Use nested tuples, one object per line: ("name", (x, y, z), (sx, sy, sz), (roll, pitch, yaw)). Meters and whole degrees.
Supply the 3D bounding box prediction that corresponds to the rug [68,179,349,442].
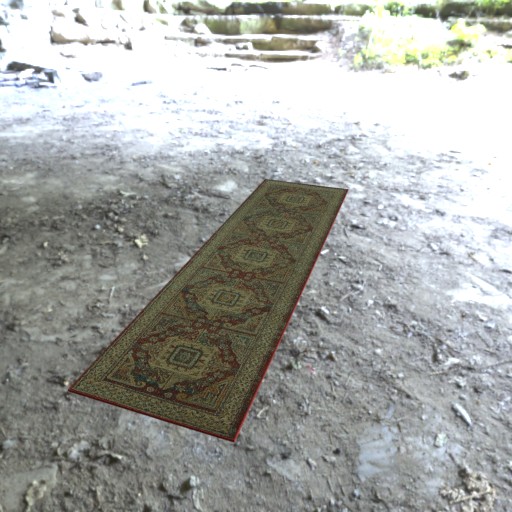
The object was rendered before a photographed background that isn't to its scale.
("rug", (0.000, 0.000, 2.458), (0.659, 0.015, 2.292), (10, 32, 17))
